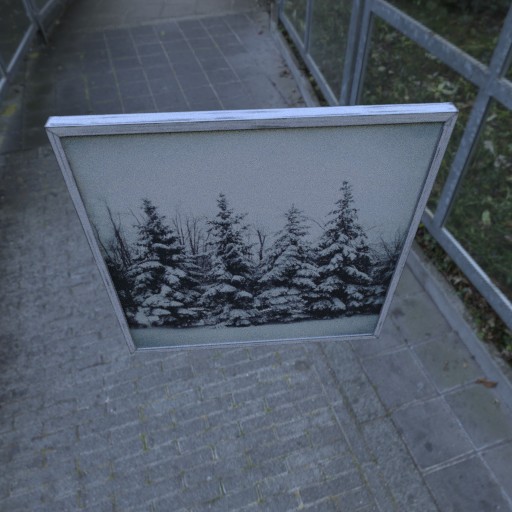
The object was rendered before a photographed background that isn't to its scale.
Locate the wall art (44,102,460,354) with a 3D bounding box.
[{"bbox_3d":[0.000,0.000,1.097,0.761,0.761,0.037,-3,46,-3],"label":"wall art"}]
